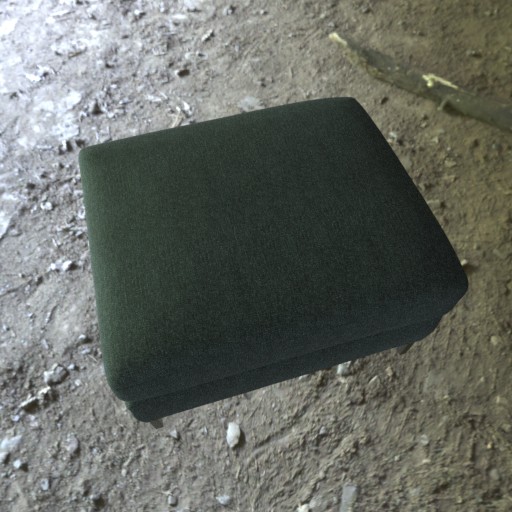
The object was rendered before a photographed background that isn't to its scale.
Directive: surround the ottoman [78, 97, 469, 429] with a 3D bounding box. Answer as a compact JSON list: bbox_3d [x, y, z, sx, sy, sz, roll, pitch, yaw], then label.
[{"bbox_3d":[0.000,0.000,1.274,0.831,0.533,0.695,-14,59,-9],"label":"ottoman"}]
